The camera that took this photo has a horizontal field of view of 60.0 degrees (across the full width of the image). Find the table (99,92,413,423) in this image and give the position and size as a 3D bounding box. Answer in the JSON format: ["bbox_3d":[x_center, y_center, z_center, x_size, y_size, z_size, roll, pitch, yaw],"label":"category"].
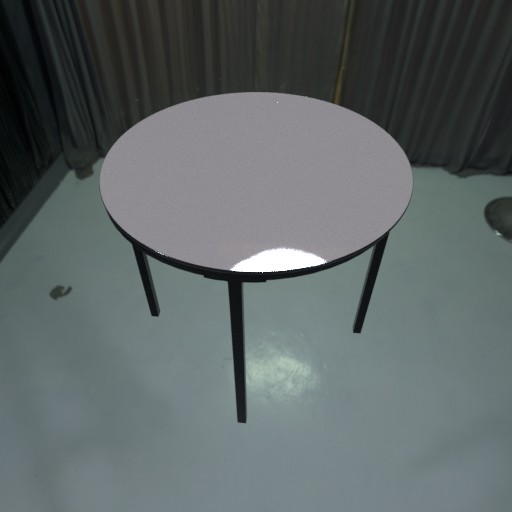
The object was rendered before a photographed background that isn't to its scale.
[{"bbox_3d":[0.000,0.000,0.881,0.499,0.443,0.499,0,45,0],"label":"table"}]
